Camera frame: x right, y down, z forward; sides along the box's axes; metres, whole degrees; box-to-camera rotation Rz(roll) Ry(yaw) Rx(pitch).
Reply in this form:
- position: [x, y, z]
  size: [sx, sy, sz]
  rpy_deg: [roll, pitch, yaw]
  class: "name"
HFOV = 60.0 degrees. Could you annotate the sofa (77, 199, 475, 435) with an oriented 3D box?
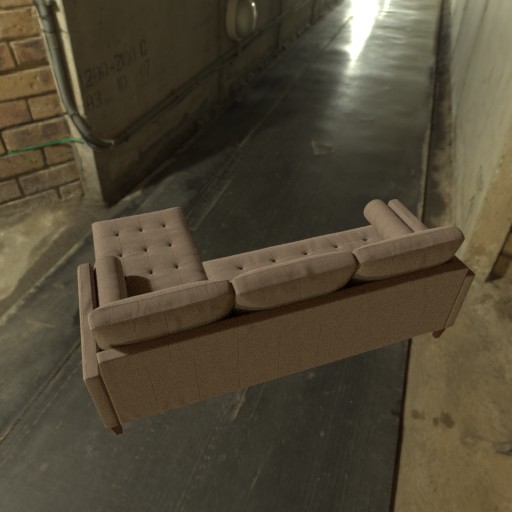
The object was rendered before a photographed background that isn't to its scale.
- position: [0.000, 0.000, 2.918]
  size: [2.178, 0.875, 1.506]
  rpy_deg: [-13, 42, -14]
  class: "sofa"
